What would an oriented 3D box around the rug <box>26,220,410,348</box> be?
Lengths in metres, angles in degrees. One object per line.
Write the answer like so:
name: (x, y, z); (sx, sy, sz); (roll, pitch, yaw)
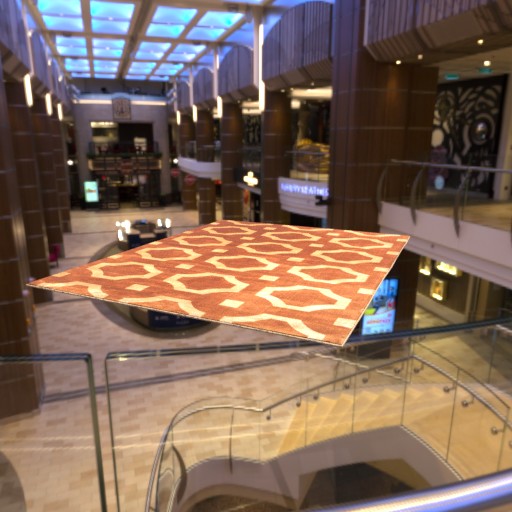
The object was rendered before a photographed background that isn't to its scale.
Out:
rug: (0.000, 0.000, 4.225); (2.466, 0.021, 3.049); (7, 16, 24)
